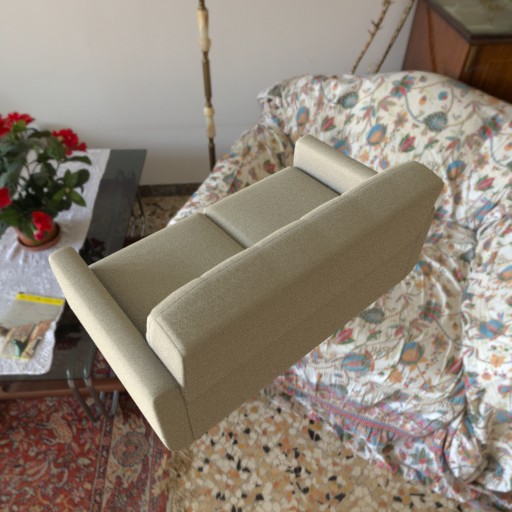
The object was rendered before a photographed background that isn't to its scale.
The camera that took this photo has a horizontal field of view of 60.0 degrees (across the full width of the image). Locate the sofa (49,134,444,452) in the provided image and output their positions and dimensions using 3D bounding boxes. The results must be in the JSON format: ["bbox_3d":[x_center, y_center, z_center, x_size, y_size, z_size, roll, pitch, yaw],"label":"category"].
[{"bbox_3d":[0.000,0.000,2.207,1.655,0.892,0.980,-31,53,-27],"label":"sofa"}]
